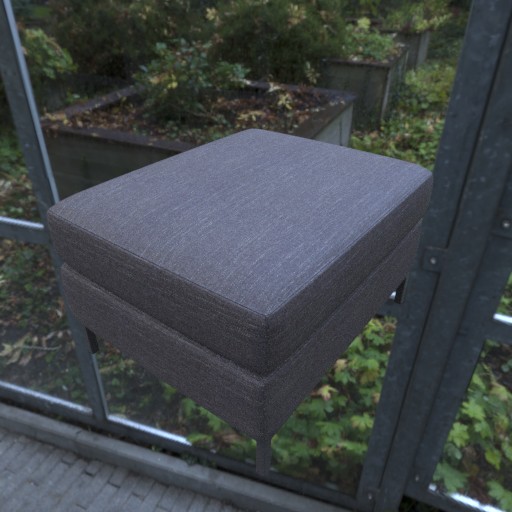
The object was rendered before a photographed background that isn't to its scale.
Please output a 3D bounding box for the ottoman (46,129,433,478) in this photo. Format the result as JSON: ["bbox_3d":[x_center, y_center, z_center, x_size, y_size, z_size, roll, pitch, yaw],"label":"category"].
[{"bbox_3d":[0.000,0.000,1.222,0.671,0.490,0.820,22,38,31],"label":"ottoman"}]
